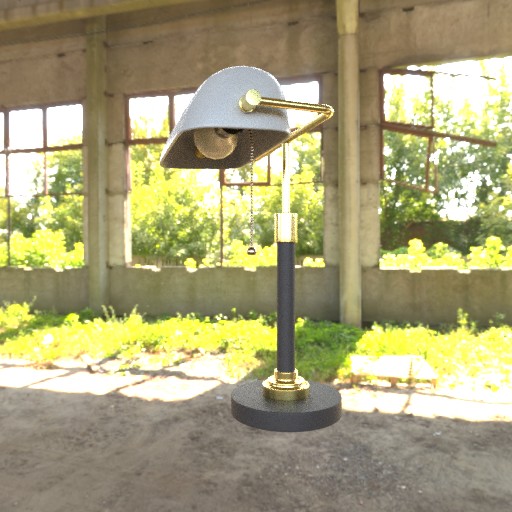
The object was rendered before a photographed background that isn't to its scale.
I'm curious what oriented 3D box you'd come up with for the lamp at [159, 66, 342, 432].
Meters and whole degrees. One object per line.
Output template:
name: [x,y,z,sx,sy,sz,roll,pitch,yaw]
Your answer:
lamp: [0.000,0.000,0.565,0.227,0.404,0.269,0,0,-19]
